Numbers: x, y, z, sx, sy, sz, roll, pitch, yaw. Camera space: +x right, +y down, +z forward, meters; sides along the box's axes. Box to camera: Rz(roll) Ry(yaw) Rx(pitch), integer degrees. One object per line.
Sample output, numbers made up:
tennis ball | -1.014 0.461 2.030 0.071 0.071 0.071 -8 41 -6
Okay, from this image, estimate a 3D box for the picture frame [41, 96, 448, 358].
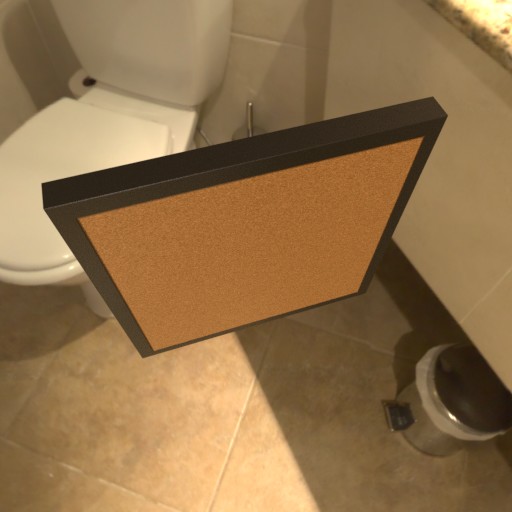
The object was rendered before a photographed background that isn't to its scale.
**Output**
picture frame | 0.000 0.000 0.529 0.355 0.353 0.029 -15 60 -9
